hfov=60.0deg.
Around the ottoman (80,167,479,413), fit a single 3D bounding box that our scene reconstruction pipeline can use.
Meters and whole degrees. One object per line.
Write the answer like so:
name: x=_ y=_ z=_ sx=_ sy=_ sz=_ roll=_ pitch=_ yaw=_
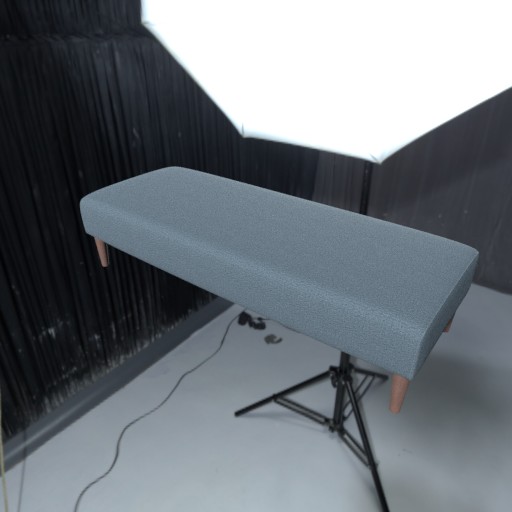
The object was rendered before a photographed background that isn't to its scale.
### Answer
ottoman: x=0.000 y=0.000 z=1.906 sx=1.609 sy=0.393 sz=0.646 roll=21 pitch=35 yaw=32
